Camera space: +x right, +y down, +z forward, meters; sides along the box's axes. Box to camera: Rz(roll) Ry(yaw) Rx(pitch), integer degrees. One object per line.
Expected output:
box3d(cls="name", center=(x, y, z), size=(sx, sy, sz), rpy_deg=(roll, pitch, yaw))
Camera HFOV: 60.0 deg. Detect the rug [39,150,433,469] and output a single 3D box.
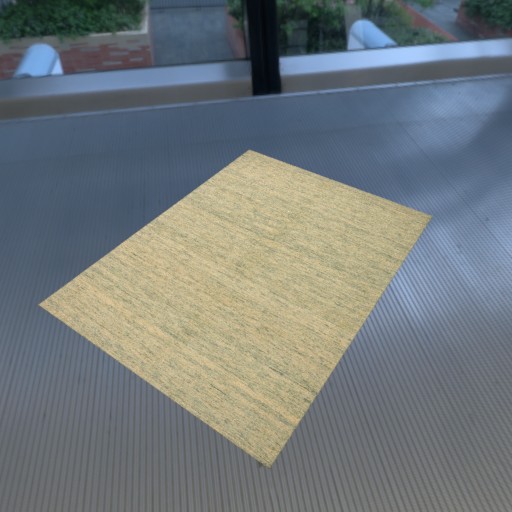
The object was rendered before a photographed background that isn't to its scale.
box3d(cls="rug", center=(0.000, 0.000, 4.346), size=(2.437, 0.014, 3.201), rpy_deg=(26, 49, 24))
